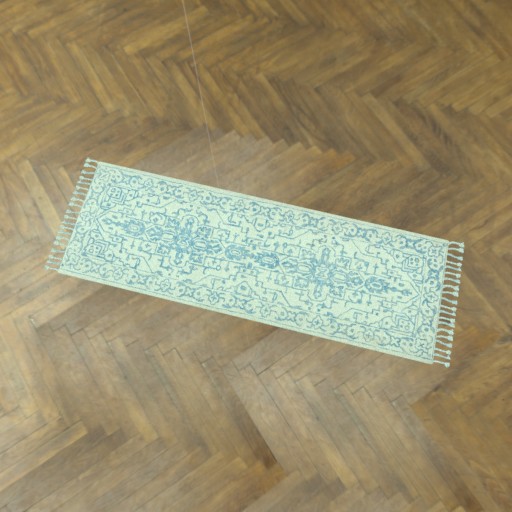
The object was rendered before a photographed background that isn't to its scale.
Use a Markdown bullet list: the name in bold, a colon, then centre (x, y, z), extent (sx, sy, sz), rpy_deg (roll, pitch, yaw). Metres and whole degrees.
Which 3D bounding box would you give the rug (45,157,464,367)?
- **rug**: centre (0.000, 0.000, 2.693), extent (2.449, 0.011, 0.774), rpy_deg (13, 75, 4)
